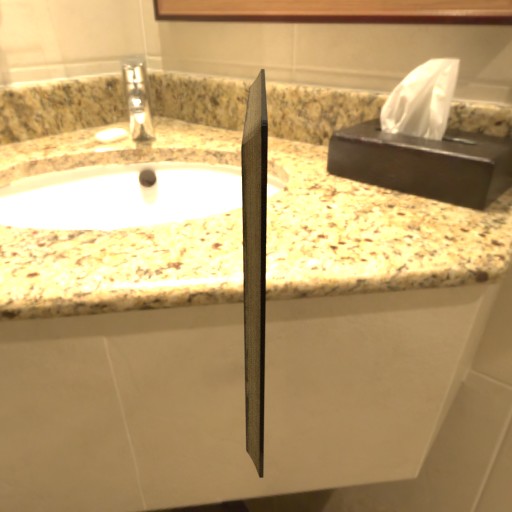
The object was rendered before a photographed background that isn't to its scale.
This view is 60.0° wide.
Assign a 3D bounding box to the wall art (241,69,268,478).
[{"bbox_3d":[0.000,0.000,0.639,0.023,0.457,0.381,0,29,0],"label":"wall art"}]
